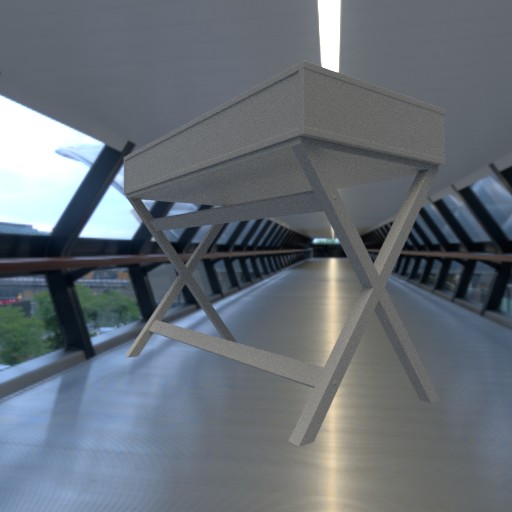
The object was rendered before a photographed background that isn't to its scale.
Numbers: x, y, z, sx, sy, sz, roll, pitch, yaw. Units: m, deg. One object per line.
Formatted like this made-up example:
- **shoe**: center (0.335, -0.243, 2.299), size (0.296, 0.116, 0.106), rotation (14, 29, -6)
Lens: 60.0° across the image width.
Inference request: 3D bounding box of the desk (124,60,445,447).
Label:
- **desk**: center (0.000, 0.000, 1.469), size (0.525, 0.780, 1.057), rotation (0, 0, -36)
